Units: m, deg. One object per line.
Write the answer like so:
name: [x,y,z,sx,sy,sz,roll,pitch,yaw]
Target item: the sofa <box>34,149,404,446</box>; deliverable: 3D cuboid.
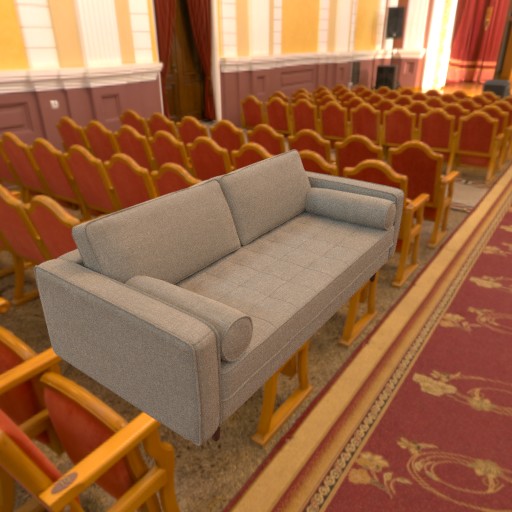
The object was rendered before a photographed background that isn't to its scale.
sofa: [0.000,0.000,2.297,0.914,0.762,1.879,18,31,32]
